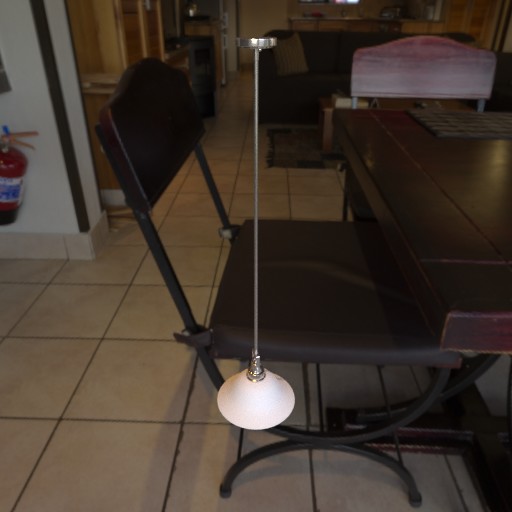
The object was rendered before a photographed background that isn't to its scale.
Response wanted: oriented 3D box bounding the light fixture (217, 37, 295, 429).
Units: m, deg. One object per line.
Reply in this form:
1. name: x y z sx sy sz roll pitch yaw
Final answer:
1. light fixture: 0.000 0.000 1.531 0.324 1.354 0.324 -8 30 -15
